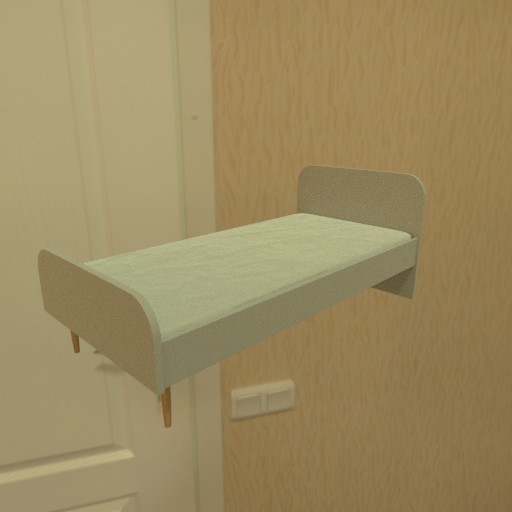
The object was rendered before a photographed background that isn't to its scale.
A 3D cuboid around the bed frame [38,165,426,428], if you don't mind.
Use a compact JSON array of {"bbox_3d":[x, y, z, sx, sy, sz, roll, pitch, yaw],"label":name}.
[{"bbox_3d":[0.000,0.000,2.468,0.998,0.805,1.963,17,24,42],"label":"bed frame"}]
